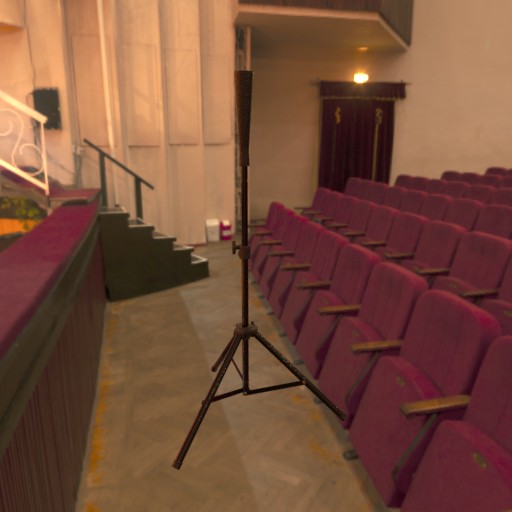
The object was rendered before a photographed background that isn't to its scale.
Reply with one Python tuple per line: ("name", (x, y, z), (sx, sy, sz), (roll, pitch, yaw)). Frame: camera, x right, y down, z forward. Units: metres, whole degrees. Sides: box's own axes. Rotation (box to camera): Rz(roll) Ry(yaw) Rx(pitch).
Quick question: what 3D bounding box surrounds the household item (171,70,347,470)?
("household item", (0.000, 0.000, 1.393), (0.559, 1.067, 0.559), (-2, 14, -9))
